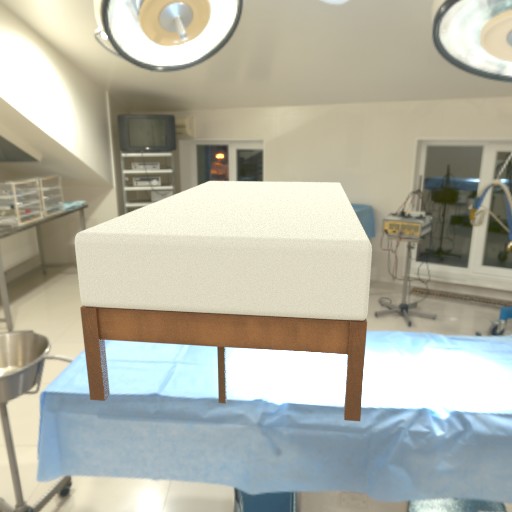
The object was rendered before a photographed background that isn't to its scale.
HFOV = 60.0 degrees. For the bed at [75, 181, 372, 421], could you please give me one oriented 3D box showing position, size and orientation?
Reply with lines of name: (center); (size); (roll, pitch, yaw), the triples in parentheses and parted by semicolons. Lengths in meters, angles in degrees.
bed: (0.000, 0.000, 2.367); (0.961, 0.616, 1.902); (2, 15, 7)
